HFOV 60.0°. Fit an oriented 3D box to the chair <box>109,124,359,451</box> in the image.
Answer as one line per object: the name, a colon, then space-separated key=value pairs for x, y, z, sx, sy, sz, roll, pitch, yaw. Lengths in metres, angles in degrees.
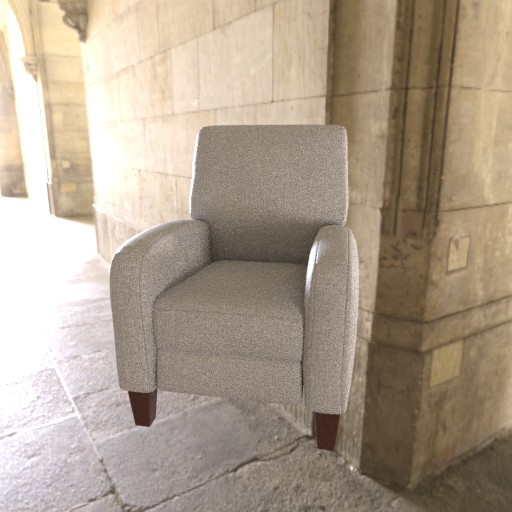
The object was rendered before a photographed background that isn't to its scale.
chair: x=0.000 y=0.000 z=1.706 sx=0.762 sy=0.990 sz=0.990 roll=3 pitch=15 yaw=11
